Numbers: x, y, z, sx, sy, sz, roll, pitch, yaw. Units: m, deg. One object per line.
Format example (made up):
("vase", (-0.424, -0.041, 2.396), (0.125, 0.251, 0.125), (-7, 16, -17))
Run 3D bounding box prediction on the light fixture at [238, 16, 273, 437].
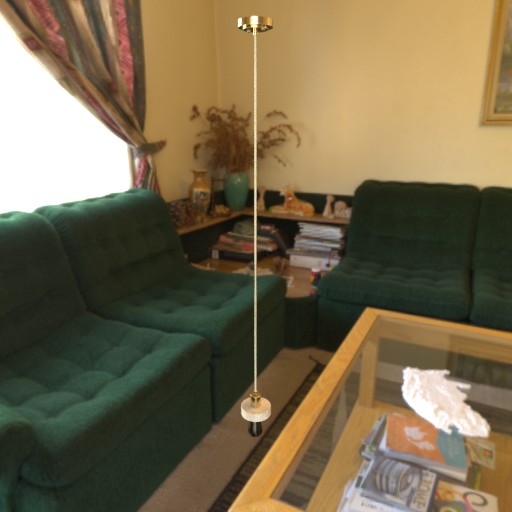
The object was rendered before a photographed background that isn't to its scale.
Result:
("light fixture", (0.000, 0.000, 1.740), (0.129, 1.669, 0.129), (3, 16, 9))
